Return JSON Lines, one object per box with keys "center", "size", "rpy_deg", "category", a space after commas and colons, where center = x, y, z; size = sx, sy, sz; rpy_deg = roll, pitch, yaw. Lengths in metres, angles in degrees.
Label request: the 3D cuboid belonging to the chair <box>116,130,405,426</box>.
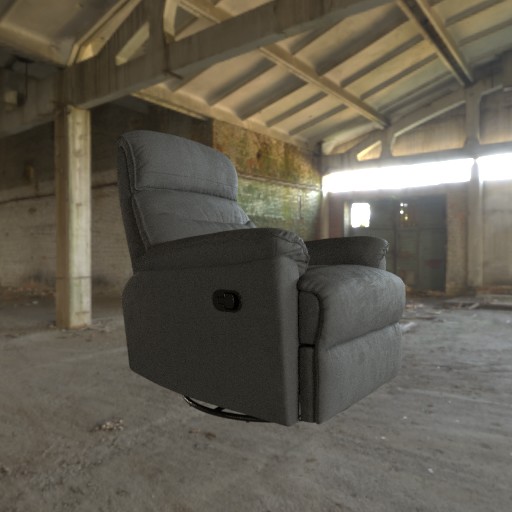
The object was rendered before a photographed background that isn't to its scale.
{"center": [0.000, 0.000, 1.725], "size": [1.004, 1.037, 0.820], "rpy_deg": [0, 0, 36], "category": "chair"}
